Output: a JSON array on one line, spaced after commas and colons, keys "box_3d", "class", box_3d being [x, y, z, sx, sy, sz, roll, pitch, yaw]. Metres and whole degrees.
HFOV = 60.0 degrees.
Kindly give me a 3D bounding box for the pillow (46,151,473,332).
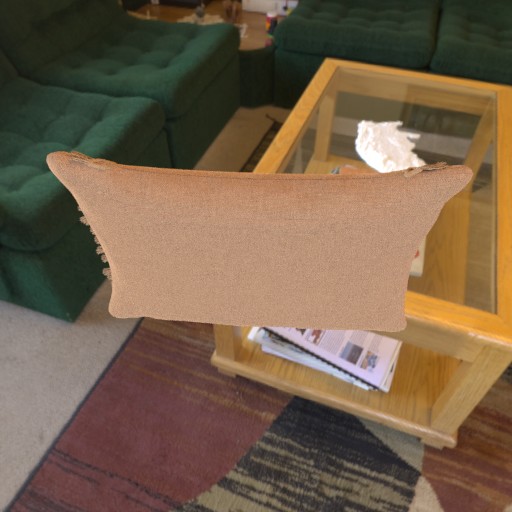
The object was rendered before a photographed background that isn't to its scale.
[{"box_3d": [0.000, 0.000, 0.586, 0.466, 0.305, 0.084, 2, 46, 2], "class": "pillow"}]
